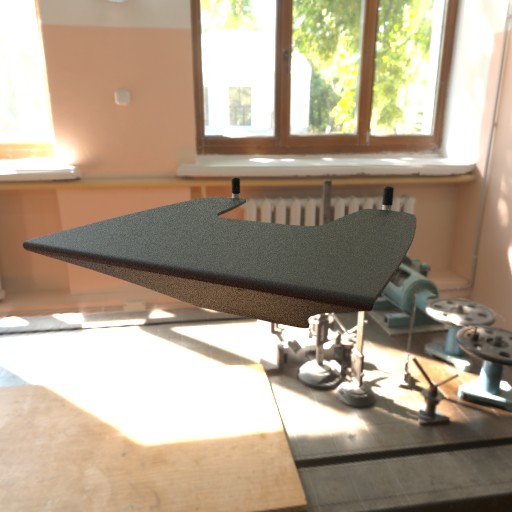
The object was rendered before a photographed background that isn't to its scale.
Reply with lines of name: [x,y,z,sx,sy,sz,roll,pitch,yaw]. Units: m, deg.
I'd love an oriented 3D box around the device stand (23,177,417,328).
device stand: [0.000,0.000,0.347,0.230,0.092,0.230,8,18,25]
